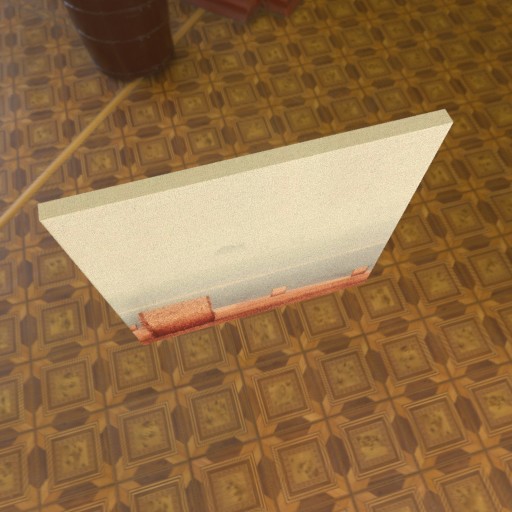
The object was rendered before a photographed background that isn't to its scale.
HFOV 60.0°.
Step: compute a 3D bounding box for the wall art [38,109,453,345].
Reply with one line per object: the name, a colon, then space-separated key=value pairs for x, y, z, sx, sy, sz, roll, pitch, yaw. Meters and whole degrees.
wall art: x=0.000 y=0.000 z=0.602 sx=0.405 sy=0.405 sz=0.023 roll=-15 pitch=64 yaw=-7
